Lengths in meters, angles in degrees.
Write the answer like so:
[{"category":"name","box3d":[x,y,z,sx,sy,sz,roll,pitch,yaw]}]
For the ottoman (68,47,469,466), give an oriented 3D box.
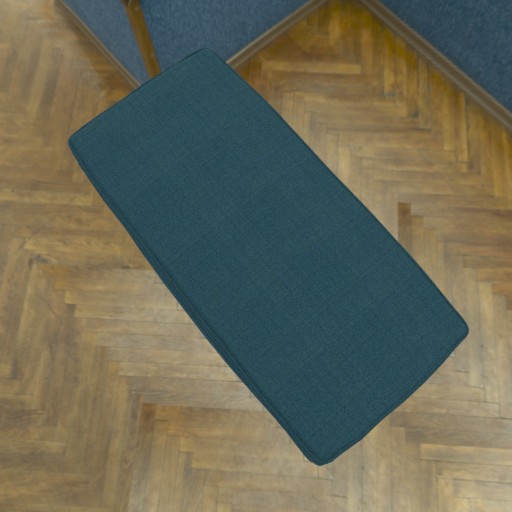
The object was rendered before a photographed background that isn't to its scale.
[{"category":"ottoman","box3d":[0.000,0.000,1.194,0.474,0.474,0.943,-38,78,-10]}]
